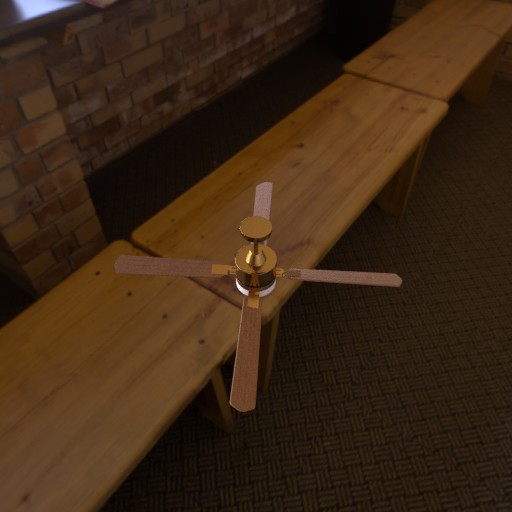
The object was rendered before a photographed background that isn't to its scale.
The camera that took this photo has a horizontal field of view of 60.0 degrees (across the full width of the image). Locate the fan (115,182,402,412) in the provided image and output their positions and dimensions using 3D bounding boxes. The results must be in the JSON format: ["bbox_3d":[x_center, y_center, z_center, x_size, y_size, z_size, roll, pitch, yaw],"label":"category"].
[{"bbox_3d":[0.000,0.000,1.954,1.320,0.355,1.320,3,47,3],"label":"fan"}]
